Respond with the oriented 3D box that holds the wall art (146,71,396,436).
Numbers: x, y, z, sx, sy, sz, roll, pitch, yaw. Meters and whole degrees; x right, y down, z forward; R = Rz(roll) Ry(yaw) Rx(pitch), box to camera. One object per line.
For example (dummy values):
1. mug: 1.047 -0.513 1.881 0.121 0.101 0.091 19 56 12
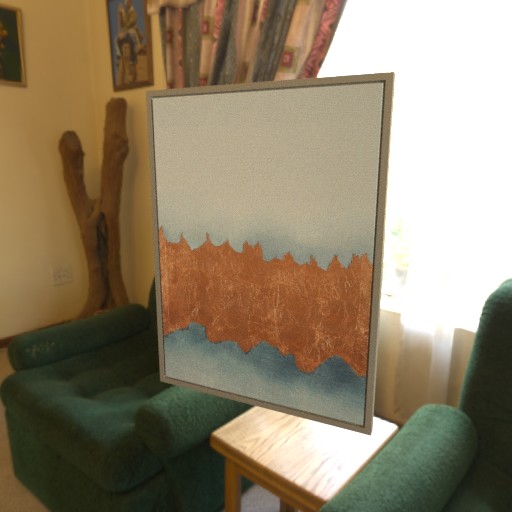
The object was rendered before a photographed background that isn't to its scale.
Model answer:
1. wall art: 0.000 0.000 1.418 0.789 1.042 0.034 6 14 25
